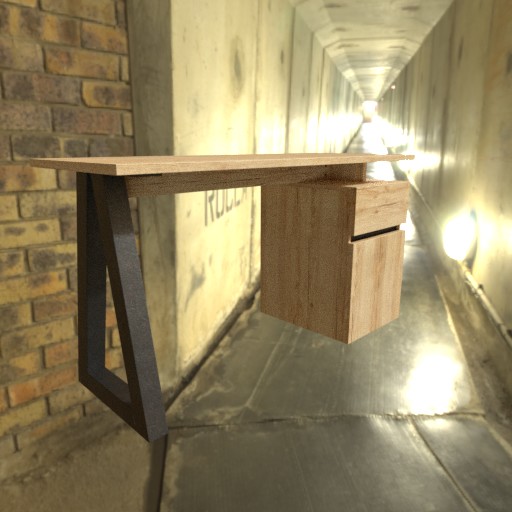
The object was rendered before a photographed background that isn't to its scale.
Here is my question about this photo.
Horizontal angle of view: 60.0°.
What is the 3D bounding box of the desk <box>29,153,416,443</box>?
[{"bbox_3d":[0.000,0.000,1.731,1.400,0.760,0.550,-13,19,-43],"label":"desk"}]
